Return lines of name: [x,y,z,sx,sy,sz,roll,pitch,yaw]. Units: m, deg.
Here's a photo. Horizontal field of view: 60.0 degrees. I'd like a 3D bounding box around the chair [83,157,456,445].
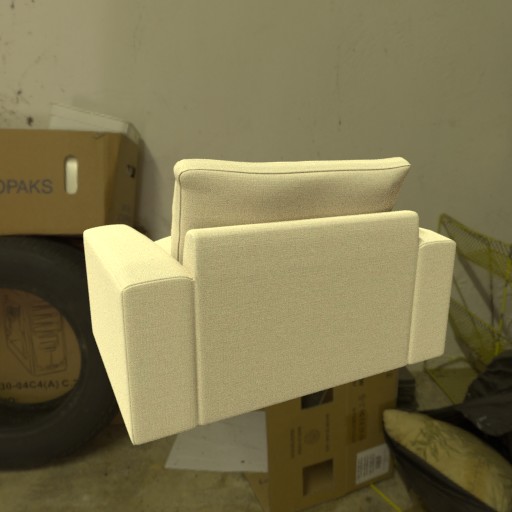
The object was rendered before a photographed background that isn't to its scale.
chair: [0.000,0.000,2.049,1.398,0.915,1.039,-7,16,-26]
